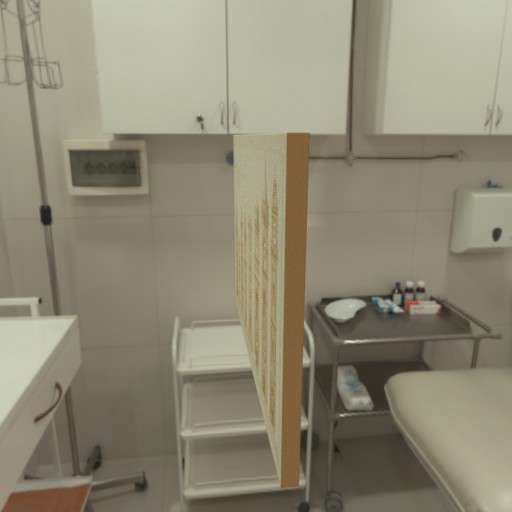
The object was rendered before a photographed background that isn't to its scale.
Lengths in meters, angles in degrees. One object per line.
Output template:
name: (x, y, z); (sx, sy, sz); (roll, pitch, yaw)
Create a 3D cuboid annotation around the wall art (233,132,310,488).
wall art: (0.000, 0.000, 1.148); (0.033, 0.608, 0.915); (-2, 15, -7)
